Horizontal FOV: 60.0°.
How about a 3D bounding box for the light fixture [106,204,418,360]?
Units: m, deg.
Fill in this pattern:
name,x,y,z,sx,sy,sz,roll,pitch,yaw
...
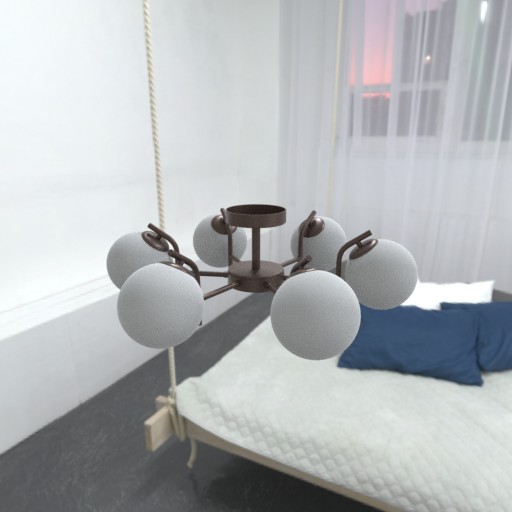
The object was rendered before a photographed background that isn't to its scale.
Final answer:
name,x,y,z,sx,sy,sz,roll,pitch,yaw
light fixture,0.000,0.000,0.941,0.662,0.201,0.662,0,16,0
